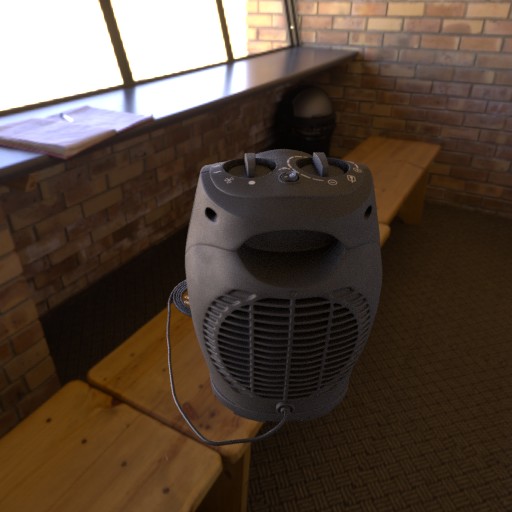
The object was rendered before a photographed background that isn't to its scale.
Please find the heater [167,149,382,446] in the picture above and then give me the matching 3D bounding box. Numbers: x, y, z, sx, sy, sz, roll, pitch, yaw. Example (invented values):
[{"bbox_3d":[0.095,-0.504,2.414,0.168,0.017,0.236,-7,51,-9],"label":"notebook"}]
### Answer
[{"bbox_3d":[0.000,0.000,0.486,0.239,0.255,0.291,-1,31,-2],"label":"heater"}]
